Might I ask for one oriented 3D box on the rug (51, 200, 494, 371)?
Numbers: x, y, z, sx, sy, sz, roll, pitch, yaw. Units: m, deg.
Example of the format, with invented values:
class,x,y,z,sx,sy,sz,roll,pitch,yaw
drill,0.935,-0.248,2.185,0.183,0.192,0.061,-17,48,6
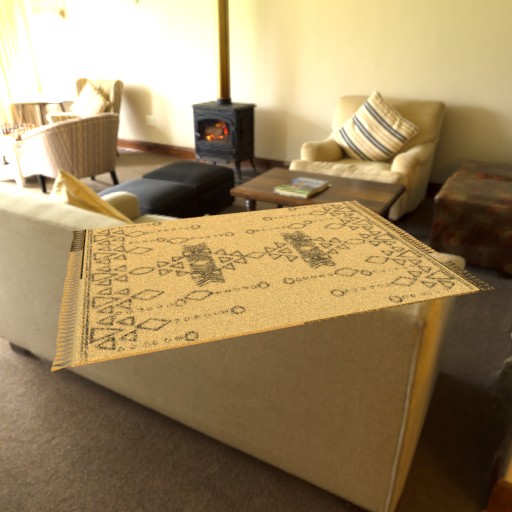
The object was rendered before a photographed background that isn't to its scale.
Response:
class,x,y,z,sx,sy,sz,roll,pitch,yaw
rug,0.000,0.000,2.868,2.312,0.013,1.600,-8,27,-16
